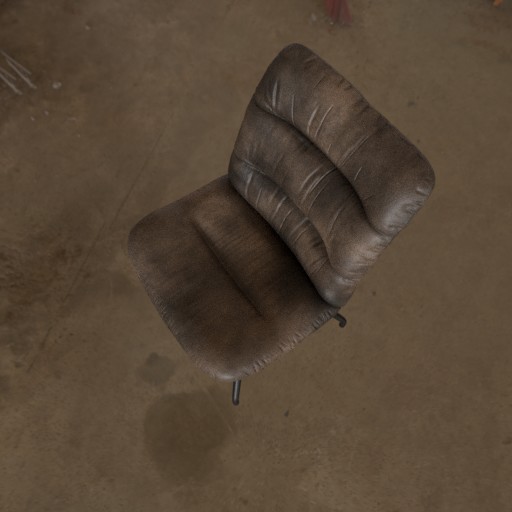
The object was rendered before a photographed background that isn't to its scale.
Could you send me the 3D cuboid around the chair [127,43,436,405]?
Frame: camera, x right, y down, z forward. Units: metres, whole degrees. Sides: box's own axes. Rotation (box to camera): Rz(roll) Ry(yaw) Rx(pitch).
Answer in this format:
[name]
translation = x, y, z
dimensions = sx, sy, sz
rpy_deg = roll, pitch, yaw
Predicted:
[chair]
translation = 0.000, 0.000, 1.257
dimensions = 0.622, 0.870, 0.549
rpy_deg = -33, 69, -15
